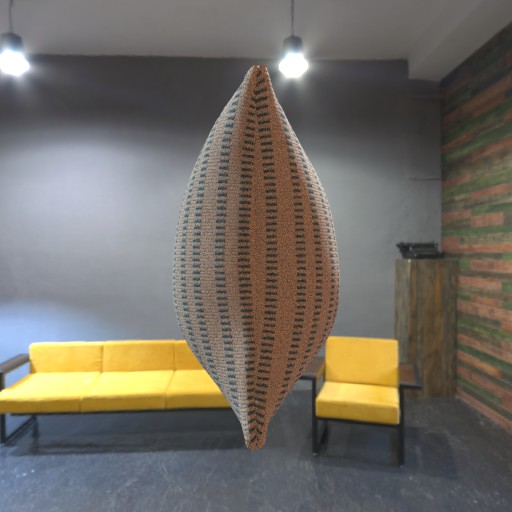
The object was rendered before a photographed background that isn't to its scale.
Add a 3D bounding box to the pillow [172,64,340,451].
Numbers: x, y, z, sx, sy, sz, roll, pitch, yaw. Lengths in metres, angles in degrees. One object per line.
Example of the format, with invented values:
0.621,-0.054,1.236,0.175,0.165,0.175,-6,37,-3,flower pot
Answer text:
0.000,0.000,0.690,0.247,0.419,0.438,0,0,0,pillow
